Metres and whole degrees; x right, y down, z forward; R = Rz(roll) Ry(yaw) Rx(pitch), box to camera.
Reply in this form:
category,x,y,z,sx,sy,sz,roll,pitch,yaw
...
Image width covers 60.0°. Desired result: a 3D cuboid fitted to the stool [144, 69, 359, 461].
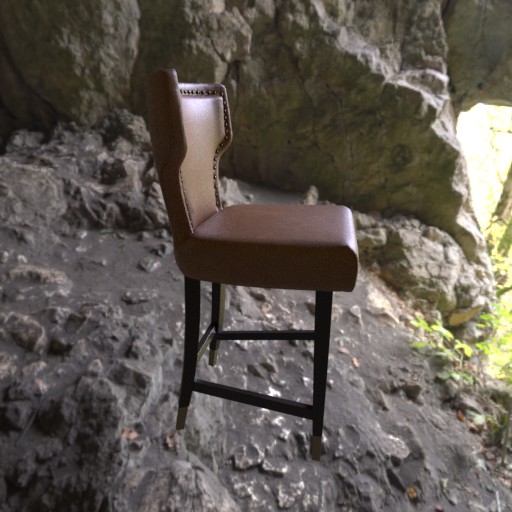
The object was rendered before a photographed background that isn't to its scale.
category,x,y,z,sx,sy,sz,roll,pitch,yaw
stool,0.000,0.000,1.305,0.563,0.982,0.526,3,17,10
